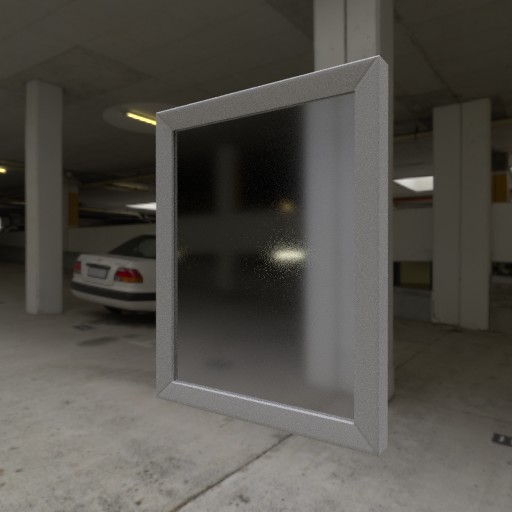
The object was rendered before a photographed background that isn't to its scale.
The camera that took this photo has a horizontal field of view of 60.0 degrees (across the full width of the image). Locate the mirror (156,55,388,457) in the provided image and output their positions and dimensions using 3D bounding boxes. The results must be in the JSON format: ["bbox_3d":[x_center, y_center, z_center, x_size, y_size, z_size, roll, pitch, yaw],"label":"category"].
[{"bbox_3d":[0.000,0.000,0.691,0.405,0.508,0.041,0,0,35],"label":"mirror"}]
